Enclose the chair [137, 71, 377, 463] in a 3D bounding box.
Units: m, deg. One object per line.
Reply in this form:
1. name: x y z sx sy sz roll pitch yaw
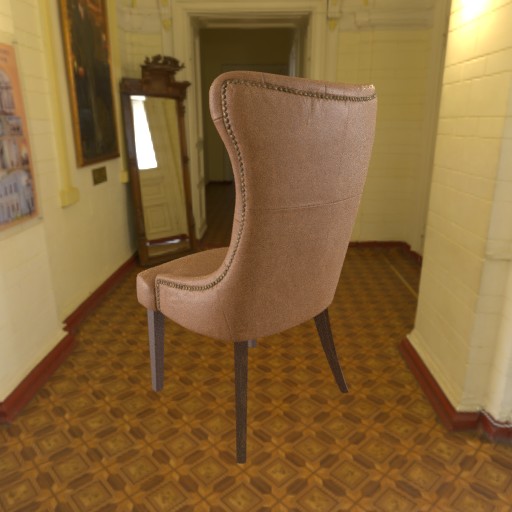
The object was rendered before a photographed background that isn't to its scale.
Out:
1. chair: 0.000 0.000 1.464 0.611 1.065 0.669 -15 22 -41
